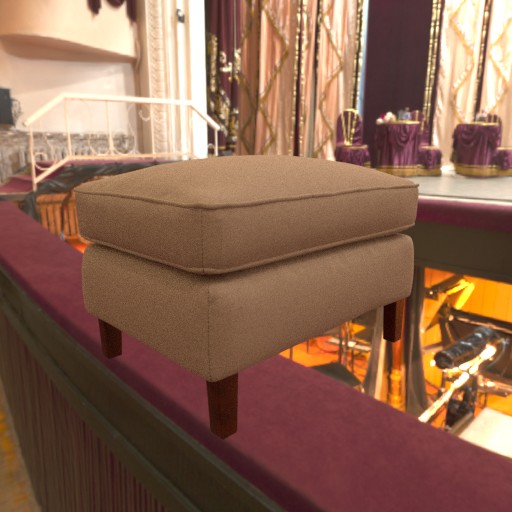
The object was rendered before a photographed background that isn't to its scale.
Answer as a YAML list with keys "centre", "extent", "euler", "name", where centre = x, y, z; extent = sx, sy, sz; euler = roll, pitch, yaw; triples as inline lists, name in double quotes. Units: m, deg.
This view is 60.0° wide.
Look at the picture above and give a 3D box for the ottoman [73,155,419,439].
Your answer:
- centre: [0.000, 0.000, 1.026]
  extent: [0.665, 0.456, 0.501]
  euler: [-12, 18, -42]
  name: "ottoman"
